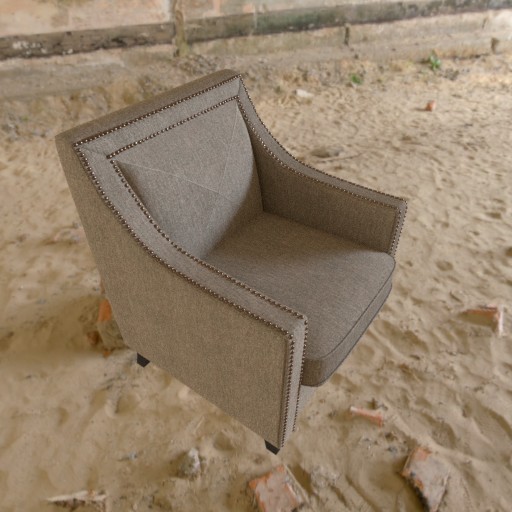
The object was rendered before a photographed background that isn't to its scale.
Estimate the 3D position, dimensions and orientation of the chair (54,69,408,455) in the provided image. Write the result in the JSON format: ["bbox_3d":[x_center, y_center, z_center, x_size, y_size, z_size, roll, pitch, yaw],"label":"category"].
[{"bbox_3d":[0.000,0.000,1.573,0.884,0.967,0.776,25,45,27],"label":"chair"}]
